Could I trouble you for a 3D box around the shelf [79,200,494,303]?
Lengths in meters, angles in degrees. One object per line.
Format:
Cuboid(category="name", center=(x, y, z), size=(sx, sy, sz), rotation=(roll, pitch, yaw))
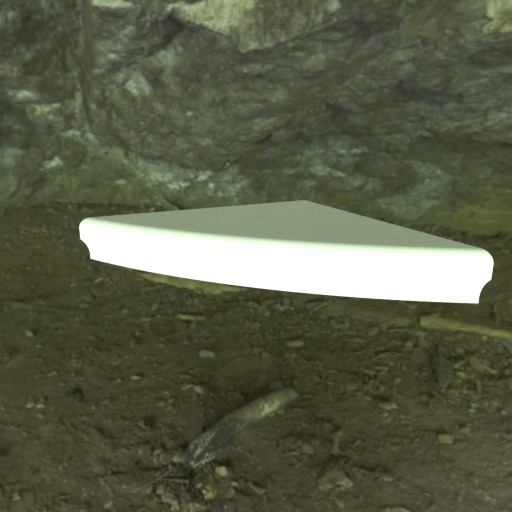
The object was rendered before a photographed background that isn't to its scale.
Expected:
Cuboid(category="shelf", center=(0.000, 0.000, 0.454), size=(0.310, 0.050, 0.310), rotation=(-8, 18, -25))
